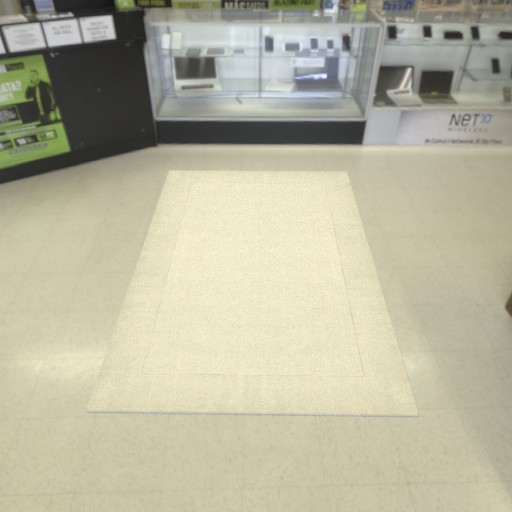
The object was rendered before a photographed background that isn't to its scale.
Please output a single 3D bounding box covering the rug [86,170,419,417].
[{"bbox_3d":[0.000,0.000,2.322,1.219,0.013,1.829,1,39,1],"label":"rug"}]
